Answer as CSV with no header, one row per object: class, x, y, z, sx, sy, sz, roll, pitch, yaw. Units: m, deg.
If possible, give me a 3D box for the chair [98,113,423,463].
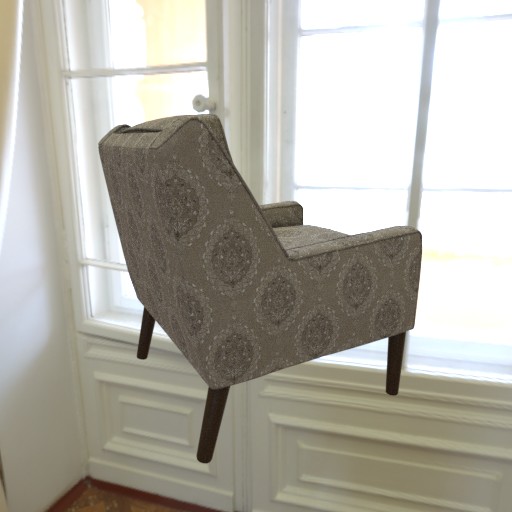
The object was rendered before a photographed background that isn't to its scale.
chair,0.000,0.000,1.333,0.750,0.797,0.665,-8,17,-27
